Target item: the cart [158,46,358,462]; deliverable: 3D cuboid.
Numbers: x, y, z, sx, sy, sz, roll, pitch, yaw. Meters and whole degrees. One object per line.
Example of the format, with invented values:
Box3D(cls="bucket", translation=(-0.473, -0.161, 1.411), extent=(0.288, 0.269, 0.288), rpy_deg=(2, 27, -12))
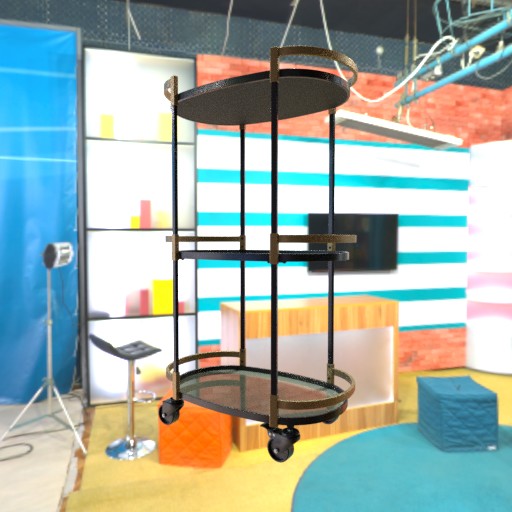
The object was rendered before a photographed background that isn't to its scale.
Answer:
Box3D(cls="cart", translation=(0.000, 0.000, 1.143), extent=(0.515, 0.885, 0.311), rpy_deg=(1, 3, 34))
